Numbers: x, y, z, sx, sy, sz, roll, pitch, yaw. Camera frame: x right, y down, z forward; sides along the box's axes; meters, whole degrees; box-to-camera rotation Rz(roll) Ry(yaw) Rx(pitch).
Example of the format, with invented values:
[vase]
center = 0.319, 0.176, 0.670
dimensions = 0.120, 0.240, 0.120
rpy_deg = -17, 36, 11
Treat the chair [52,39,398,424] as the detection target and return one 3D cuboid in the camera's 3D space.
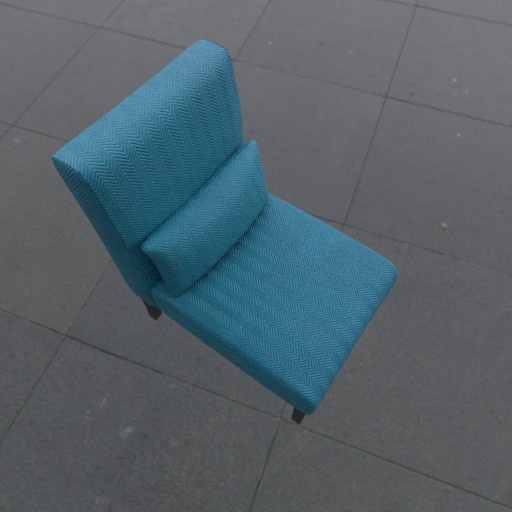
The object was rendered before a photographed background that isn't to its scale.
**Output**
[chair]
center = 0.000, 0.000, 1.417
dimensions = 0.808, 0.927, 0.579
rpy_deg = 32, 65, 17
